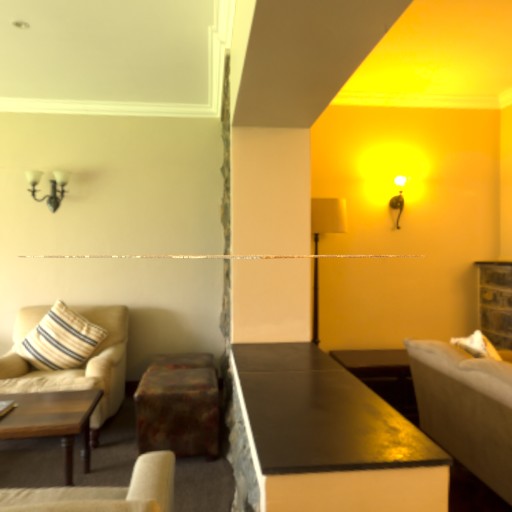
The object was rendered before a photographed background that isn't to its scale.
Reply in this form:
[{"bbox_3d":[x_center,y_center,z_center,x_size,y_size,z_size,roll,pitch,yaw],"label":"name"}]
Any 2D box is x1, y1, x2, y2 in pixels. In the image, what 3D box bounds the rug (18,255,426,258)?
[{"bbox_3d":[0.000,0.000,2.720,1.524,0.013,2.135,0,0,34],"label":"rug"}]
